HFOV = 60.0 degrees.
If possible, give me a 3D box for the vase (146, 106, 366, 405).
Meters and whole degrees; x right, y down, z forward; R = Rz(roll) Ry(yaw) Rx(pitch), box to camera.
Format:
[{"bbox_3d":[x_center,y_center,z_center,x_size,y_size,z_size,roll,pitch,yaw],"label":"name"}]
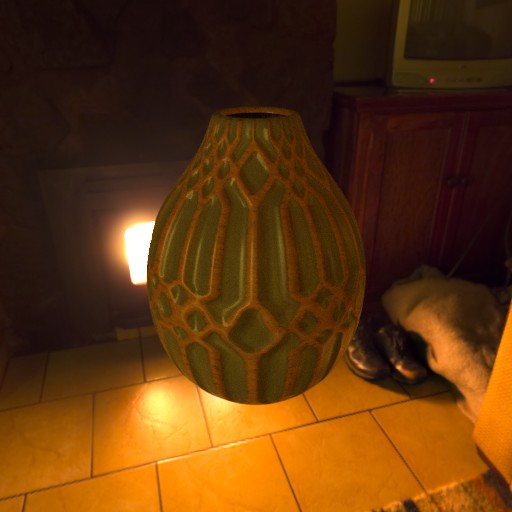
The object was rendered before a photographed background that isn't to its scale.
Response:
[{"bbox_3d":[0.000,0.000,0.140,0.069,0.088,0.069,0,26,0],"label":"vase"}]
